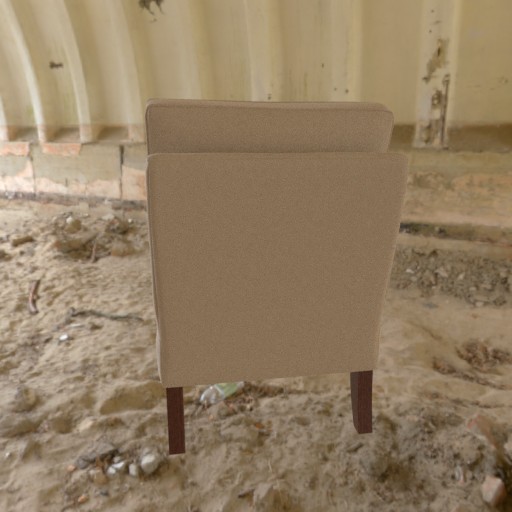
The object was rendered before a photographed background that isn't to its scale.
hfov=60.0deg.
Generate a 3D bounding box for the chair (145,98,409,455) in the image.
[{"bbox_3d":[0.000,0.000,1.639,0.724,1.052,0.912,-2,15,-9],"label":"chair"}]
